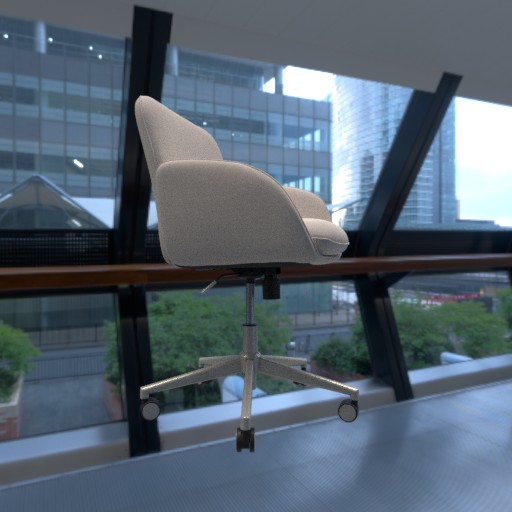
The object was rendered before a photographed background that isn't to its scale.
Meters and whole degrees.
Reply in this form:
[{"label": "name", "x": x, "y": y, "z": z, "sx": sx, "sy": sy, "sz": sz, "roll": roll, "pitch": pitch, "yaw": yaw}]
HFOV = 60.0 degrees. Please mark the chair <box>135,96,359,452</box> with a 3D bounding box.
[{"label": "chair", "x": 0.000, "y": 0.000, "z": 1.389, "sx": 0.633, "sy": 0.959, "sz": 0.648, "roll": 0, "pitch": 0, "yaw": 19}]
